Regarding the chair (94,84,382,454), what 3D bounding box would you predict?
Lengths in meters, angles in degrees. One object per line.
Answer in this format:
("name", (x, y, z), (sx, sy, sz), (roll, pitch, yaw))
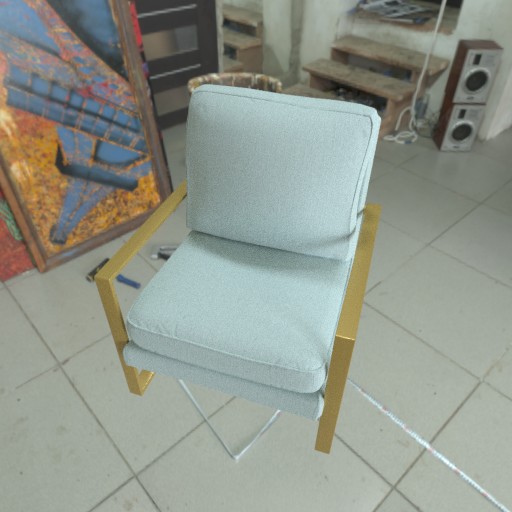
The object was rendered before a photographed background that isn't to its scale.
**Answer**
("chair", (0.000, 0.000, 1.528), (0.758, 0.956, 0.813), (12, 42, 14))
